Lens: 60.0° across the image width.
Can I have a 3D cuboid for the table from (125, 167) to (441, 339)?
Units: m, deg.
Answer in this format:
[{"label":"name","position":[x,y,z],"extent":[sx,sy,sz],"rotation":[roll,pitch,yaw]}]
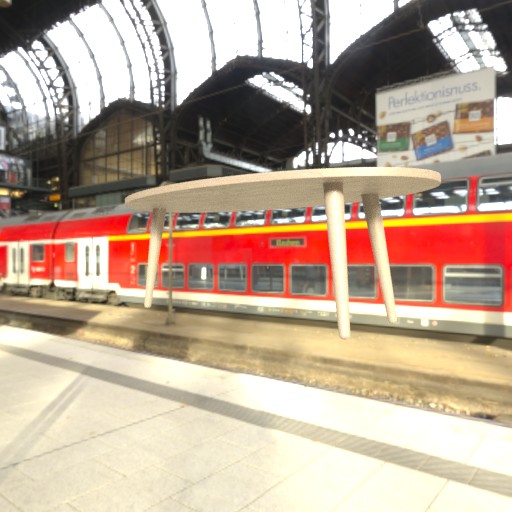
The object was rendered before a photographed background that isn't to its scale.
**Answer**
[{"label":"table","position":[0.000,0.000,1.373],"extent":[1.083,0.390,0.542],"rotation":[0,0,37]}]
